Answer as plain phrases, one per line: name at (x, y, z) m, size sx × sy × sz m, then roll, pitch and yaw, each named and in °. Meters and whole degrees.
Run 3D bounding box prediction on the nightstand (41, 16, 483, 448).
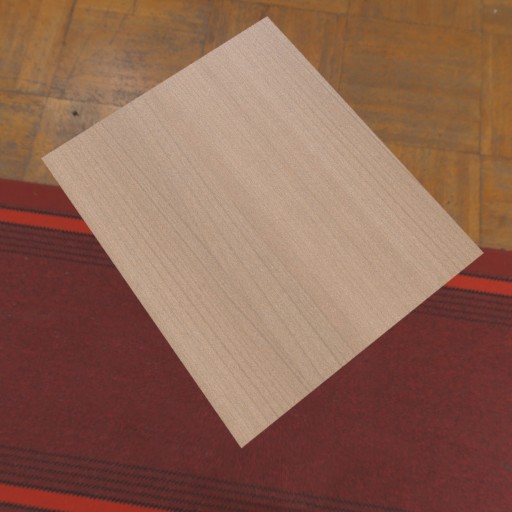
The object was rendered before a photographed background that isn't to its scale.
nightstand at (0.000, 0.000, 0.832) m, size 0.380 × 0.530 × 0.450 m, roll -36°, pitch 78°, yaw -9°
